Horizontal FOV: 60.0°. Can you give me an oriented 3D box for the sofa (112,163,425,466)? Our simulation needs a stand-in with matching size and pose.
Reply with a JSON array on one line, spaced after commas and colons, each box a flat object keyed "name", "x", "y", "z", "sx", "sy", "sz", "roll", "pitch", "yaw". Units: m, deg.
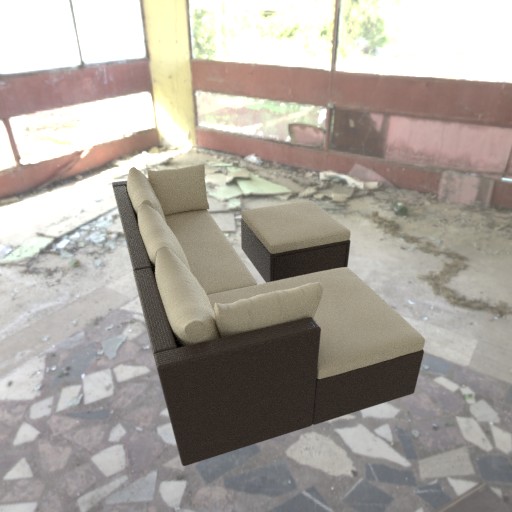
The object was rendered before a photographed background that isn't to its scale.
[{"name": "sofa", "x": 0.000, "y": 0.000, "z": 2.942, "sx": 1.612, "sy": 0.766, "sz": 2.192, "roll": -10, "pitch": 31, "yaw": -18}]
